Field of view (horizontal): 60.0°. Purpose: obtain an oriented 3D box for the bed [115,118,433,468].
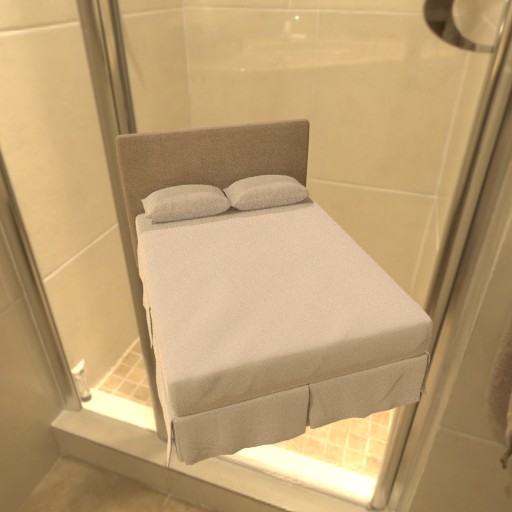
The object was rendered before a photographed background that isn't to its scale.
[{"bbox_3d":[0.000,0.000,3.219,1.713,1.330,2.162,-10,34,-15],"label":"bed"}]
